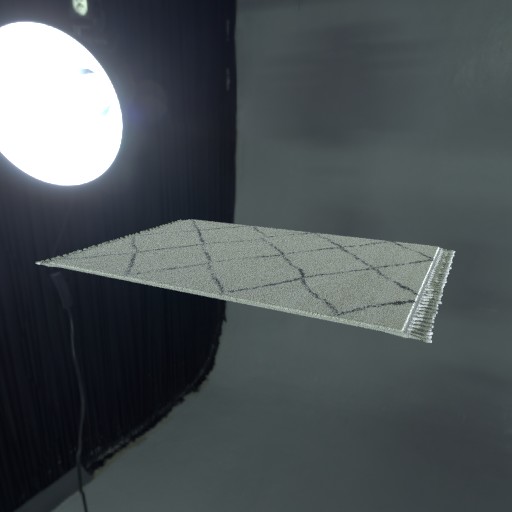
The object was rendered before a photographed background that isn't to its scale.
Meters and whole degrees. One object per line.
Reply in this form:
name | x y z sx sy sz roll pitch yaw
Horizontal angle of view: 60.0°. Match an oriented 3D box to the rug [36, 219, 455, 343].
rug | 0.000 0.000 2.877 2.307 0.031 1.494 8 18 26
